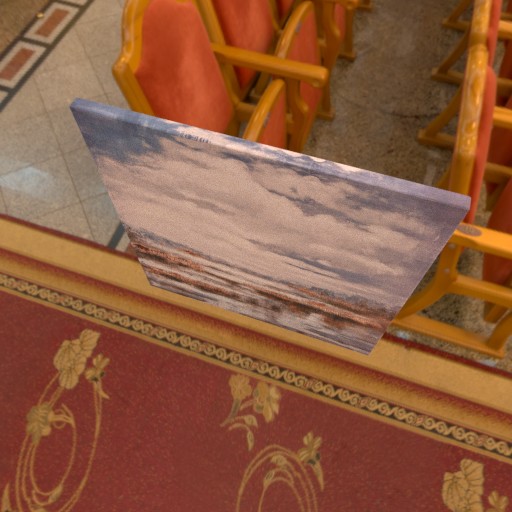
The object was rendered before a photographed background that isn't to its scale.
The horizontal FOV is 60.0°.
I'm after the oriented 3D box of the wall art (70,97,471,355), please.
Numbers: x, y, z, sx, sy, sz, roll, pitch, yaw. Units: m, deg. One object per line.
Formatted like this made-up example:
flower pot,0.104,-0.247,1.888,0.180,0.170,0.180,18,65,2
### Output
wall art,0.000,0.000,1.506,1.010,1.020,0.040,17,61,10
